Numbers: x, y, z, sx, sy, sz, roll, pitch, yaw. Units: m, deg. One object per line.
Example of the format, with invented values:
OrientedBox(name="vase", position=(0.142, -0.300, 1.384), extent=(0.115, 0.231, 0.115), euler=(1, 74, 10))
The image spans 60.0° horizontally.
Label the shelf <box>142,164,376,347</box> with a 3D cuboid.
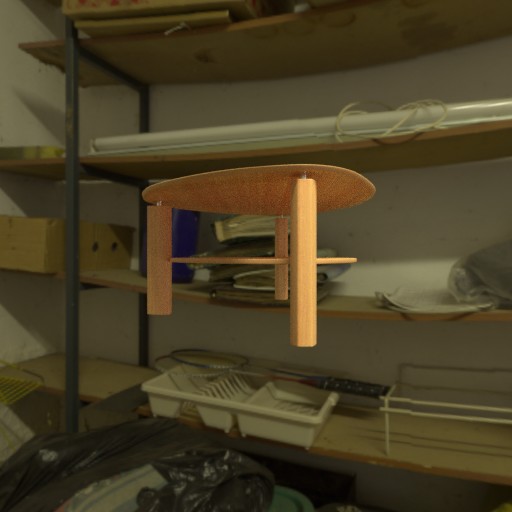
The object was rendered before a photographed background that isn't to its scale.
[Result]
OrientedBox(name="shelf", position=(0.000, 0.000, 1.679), extent=(0.845, 0.440, 1.246), euler=(0, 0, 0))
